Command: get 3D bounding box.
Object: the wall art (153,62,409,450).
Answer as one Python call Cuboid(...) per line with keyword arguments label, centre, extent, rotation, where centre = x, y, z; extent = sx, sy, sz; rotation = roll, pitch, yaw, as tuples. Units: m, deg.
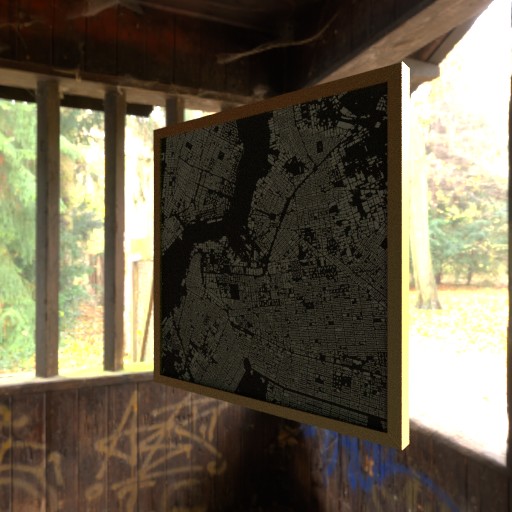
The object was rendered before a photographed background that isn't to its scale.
Cuboid(label="wall art", centre=(0.000, 0.000, 2.834), extent=(1.926, 1.926, 0.099), rotation=(0, 0, 38))
